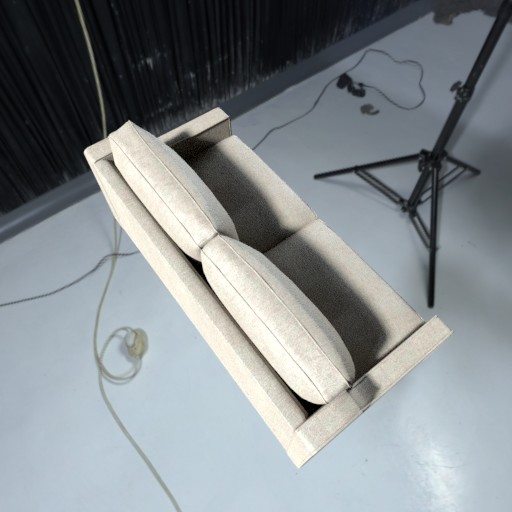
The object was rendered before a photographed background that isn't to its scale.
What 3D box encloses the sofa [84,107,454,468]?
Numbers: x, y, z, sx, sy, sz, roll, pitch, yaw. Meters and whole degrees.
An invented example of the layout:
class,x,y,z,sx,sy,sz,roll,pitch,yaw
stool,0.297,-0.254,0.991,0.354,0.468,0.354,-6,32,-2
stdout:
class,x,y,z,sx,sy,sz,roll,pitch,yaw
sofa,0.000,0.000,2.776,1.073,1.074,2.181,-33,65,-18
